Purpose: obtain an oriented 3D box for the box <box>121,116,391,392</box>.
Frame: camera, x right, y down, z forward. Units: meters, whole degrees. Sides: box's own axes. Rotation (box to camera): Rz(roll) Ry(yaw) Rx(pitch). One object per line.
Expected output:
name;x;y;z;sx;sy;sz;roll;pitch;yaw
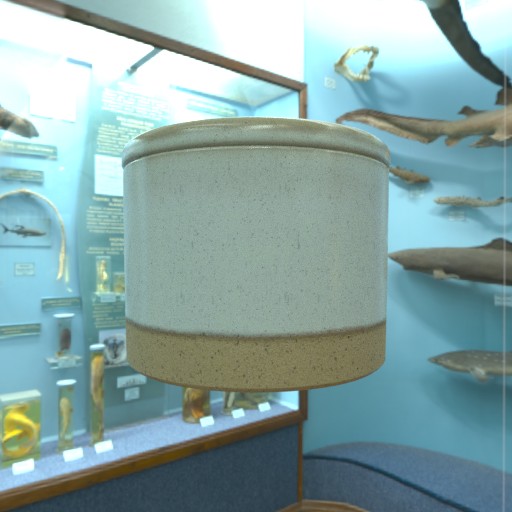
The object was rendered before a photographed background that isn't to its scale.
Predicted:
box;0.000;0.000;0.265;0.154;0.123;0.154;0;0;0
